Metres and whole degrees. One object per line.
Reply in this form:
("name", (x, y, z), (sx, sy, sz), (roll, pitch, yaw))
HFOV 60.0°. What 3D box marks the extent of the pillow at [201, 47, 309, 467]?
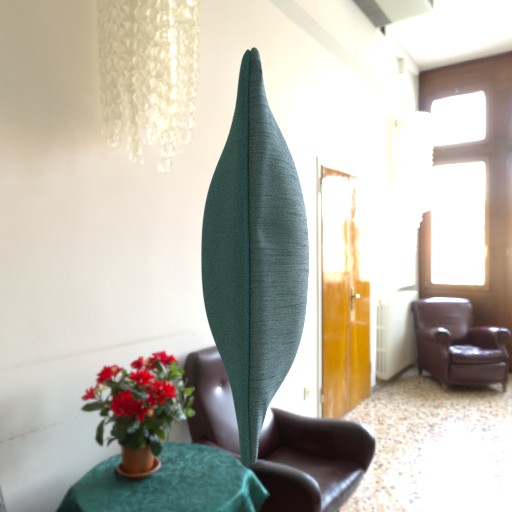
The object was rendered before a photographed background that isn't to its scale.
("pillow", (0.000, 0.000, 0.646), (0.151, 0.415, 0.433), (0, 0, 0))
